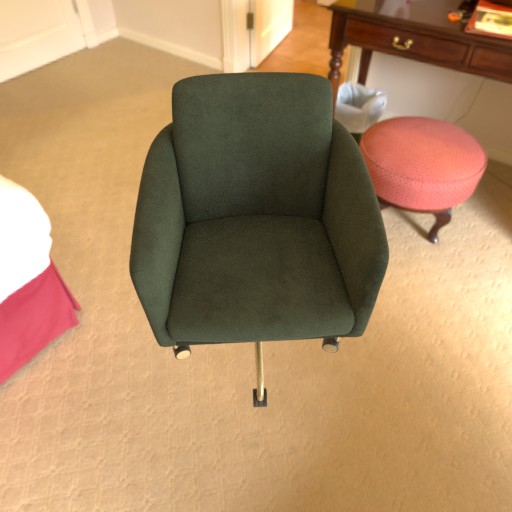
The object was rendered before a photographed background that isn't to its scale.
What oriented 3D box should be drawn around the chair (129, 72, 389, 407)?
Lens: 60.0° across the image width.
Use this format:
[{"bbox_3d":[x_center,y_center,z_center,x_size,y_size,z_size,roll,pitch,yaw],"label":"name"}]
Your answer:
[{"bbox_3d":[0.000,0.000,1.380,0.641,0.908,0.635,-2,47,-2],"label":"chair"}]
